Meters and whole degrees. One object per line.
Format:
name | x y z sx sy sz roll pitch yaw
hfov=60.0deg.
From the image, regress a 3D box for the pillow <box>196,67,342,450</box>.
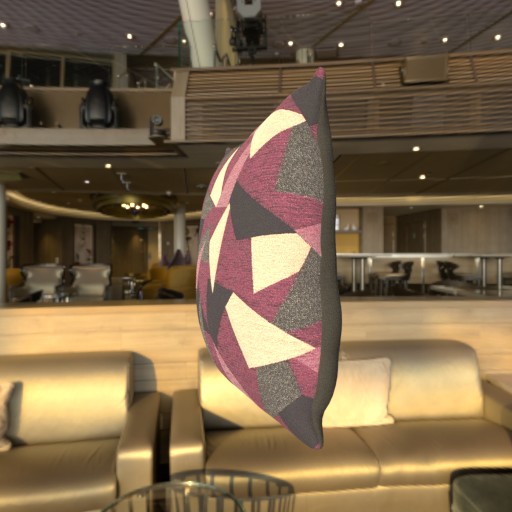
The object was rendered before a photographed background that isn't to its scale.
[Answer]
pillow | 0.000 0.000 0.795 0.208 0.496 0.503 0 0 -18
